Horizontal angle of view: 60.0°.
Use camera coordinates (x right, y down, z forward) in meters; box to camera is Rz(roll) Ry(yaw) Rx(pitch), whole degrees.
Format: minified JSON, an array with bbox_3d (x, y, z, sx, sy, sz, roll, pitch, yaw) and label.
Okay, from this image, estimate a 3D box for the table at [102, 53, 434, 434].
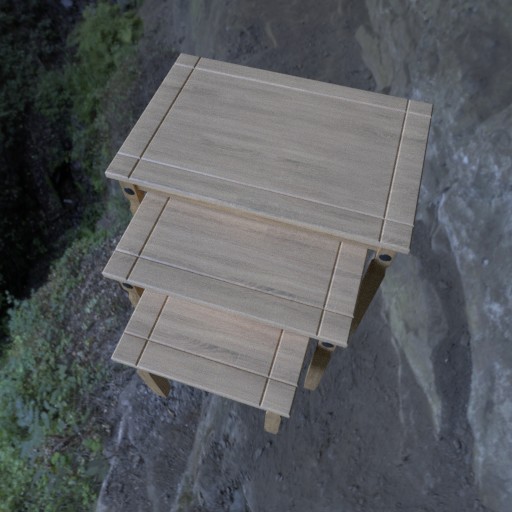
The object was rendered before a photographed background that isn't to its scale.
[{"bbox_3d":[0.000,0.000,1.165,0.660,0.535,0.773,15,61,9],"label":"table"}]
